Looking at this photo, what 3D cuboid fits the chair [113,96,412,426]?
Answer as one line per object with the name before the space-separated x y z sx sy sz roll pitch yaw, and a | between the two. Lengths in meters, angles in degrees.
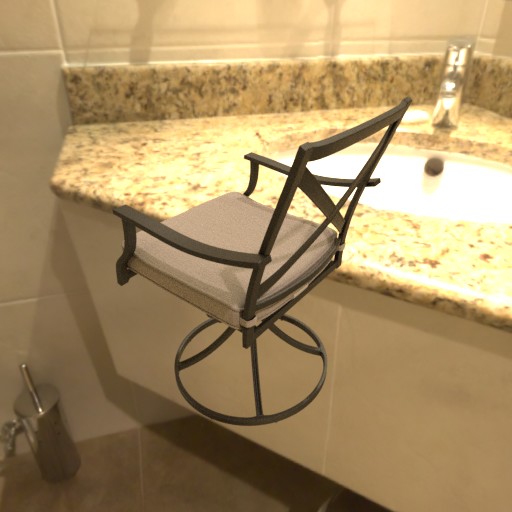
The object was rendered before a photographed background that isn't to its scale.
chair | 0.000 0.000 1.298 0.620 0.889 0.575 22 38 31
